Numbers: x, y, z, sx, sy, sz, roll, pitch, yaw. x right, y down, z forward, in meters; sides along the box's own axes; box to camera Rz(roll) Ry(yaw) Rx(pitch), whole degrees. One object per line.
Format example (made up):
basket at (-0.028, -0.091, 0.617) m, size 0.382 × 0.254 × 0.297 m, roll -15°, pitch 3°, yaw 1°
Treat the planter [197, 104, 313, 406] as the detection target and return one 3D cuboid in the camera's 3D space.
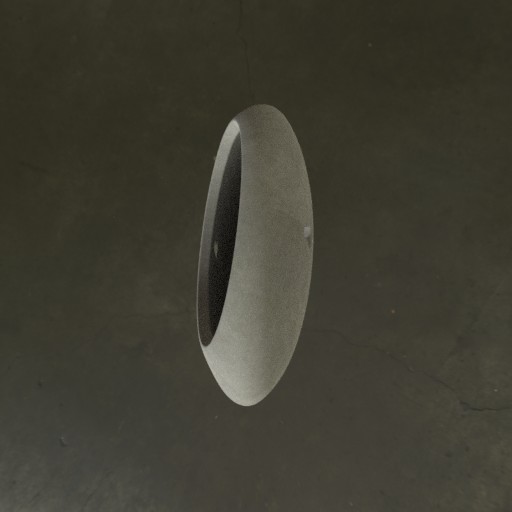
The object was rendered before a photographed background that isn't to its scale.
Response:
planter at (0.000, 0.000, 0.288) m, size 0.071 × 0.188 × 0.185 m, roll 4°, pitch 76°, yaw 1°
